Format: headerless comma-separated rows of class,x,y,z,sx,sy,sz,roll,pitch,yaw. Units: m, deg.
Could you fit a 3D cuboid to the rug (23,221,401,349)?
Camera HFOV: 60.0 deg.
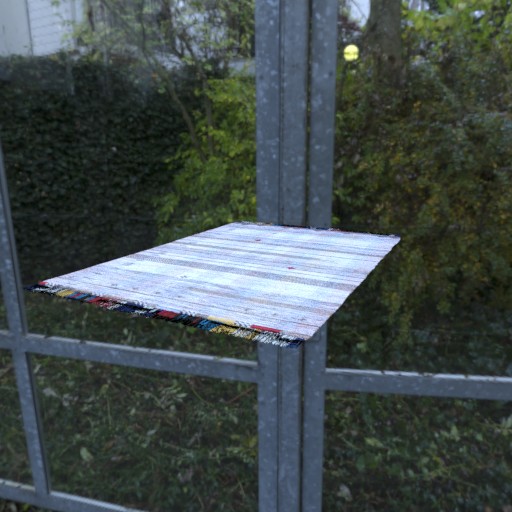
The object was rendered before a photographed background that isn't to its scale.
rug,0.000,0.000,2.321,1.217,0.012,1.848,7,16,26
